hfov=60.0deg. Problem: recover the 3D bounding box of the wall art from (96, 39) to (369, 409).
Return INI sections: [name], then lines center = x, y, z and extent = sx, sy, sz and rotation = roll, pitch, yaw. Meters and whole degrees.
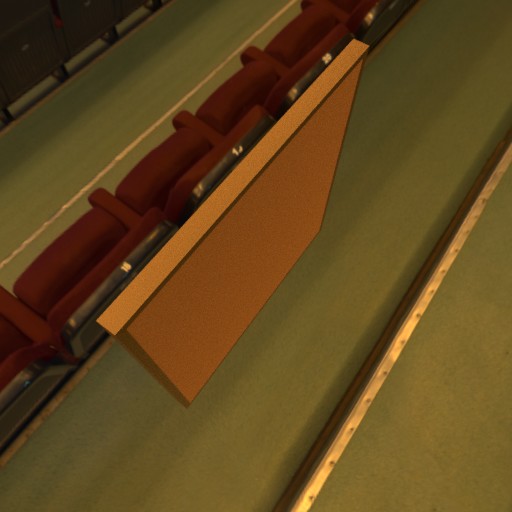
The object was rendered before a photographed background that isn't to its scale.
[wall art]
center = 0.000, 0.000, 1.130
extent = 0.038, 0.762, 0.762
rotation = 33, 68, 15
